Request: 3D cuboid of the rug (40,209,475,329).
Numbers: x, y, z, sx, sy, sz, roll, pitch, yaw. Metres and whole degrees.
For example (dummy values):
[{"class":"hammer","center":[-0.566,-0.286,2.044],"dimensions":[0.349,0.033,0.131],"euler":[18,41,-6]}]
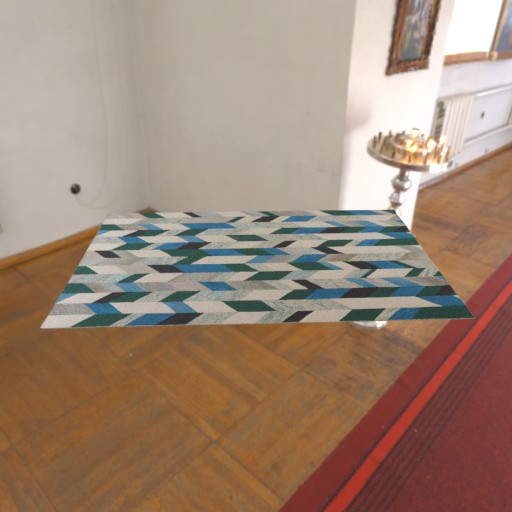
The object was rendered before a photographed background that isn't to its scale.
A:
[{"class":"rug","center":[0.000,0.000,3.119],"dimensions":[2.433,0.007,1.507],"euler":[-1,30,-2]}]
